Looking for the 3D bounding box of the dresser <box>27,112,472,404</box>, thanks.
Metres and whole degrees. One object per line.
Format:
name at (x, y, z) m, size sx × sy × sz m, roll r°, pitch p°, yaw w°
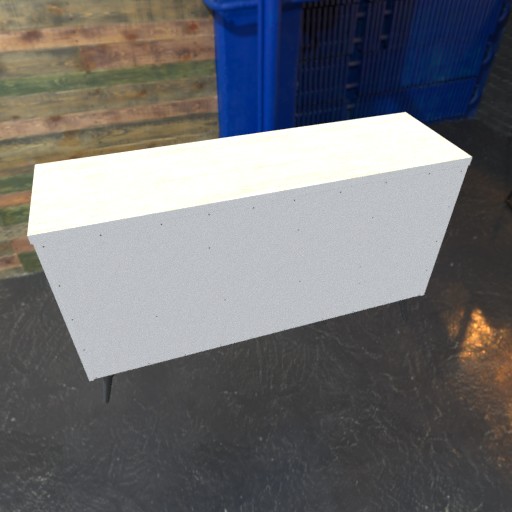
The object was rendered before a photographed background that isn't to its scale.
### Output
dresser at (0.000, 0.000, 1.906) m, size 1.524 × 0.914 × 0.457 m, roll -12°, pitch 41°, yaw -14°
